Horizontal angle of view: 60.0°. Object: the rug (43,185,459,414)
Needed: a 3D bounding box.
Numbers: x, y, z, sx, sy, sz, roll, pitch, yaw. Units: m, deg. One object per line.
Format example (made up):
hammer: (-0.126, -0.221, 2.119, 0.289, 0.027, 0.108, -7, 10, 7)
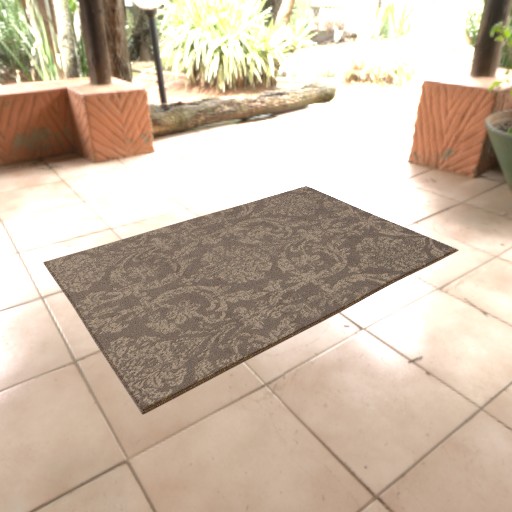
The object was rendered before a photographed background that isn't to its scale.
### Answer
rug: (0.000, 0.000, 2.325, 1.824, 0.012, 1.206, -20, 36, -31)
